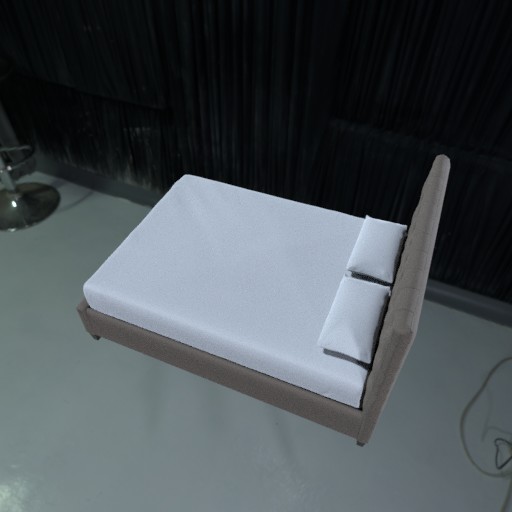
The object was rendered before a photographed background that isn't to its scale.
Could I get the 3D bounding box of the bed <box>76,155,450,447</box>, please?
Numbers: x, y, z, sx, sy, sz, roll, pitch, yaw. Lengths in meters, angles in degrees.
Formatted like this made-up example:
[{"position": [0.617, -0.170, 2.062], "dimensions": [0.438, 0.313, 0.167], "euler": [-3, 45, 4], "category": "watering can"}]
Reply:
[{"position": [0.000, 0.000, 3.487], "dimensions": [2.387, 1.427, 1.698], "euler": [17, 48, 16], "category": "bed"}]
